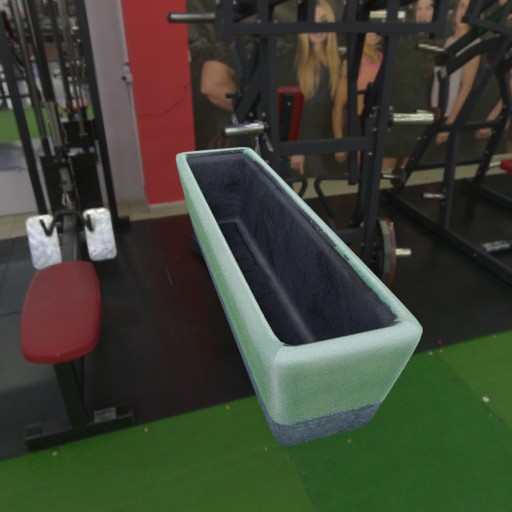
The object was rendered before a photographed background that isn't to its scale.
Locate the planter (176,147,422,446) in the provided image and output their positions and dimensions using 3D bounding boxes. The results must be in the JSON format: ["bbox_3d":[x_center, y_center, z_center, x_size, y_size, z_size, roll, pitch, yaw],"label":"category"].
[{"bbox_3d":[0.000,0.000,0.307,0.072,0.072,0.275,-8,31,-14],"label":"planter"}]
